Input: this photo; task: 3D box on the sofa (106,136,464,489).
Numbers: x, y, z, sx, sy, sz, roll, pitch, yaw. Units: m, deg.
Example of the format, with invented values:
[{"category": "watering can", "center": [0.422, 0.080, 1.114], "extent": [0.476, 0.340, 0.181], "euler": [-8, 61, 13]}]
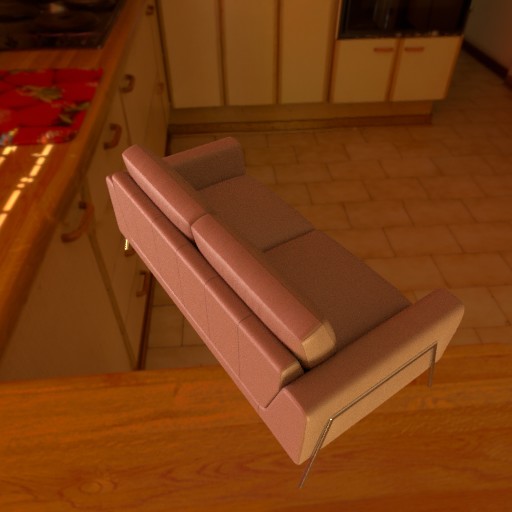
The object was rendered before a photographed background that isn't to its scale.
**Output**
[{"category": "sofa", "center": [0.000, 0.000, 2.524], "extent": [0.953, 0.875, 2.017], "euler": [-25, 48, -25]}]
